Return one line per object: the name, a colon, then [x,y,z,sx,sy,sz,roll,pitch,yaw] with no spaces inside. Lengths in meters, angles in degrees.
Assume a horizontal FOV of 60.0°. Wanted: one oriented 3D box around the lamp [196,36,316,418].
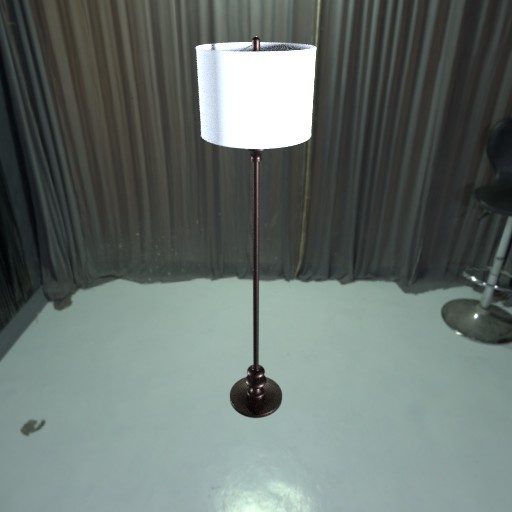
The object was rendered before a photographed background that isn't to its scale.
lamp: [0.000,0.000,1.674,0.356,1.487,0.356,-1,29,-1]
